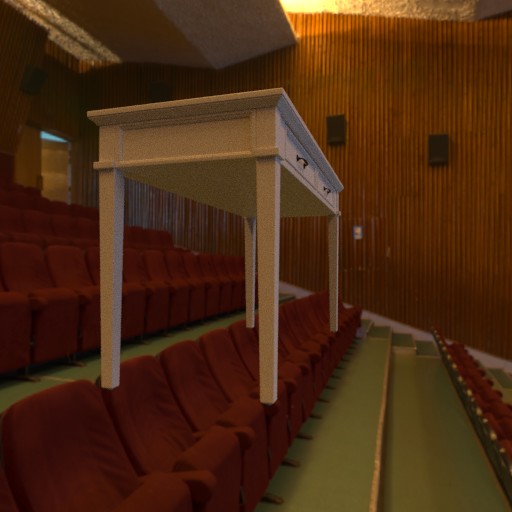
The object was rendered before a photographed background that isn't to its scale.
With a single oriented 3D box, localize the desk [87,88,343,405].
[{"bbox_3d":[0.000,0.000,1.793,0.559,0.774,1.372,0,-1,17],"label":"desk"}]
